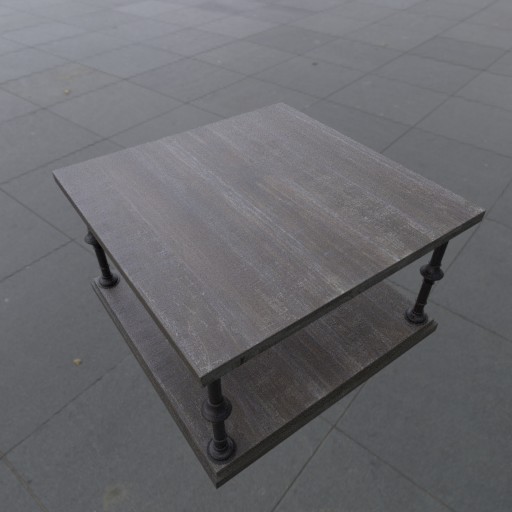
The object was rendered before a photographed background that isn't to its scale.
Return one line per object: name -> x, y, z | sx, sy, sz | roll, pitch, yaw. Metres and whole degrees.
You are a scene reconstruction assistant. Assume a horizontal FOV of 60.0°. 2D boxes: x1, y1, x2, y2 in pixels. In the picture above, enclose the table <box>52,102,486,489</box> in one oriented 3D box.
table -> 0.000, 0.000, 1.127 | 0.696, 0.400, 0.696 | -26, 48, -26
